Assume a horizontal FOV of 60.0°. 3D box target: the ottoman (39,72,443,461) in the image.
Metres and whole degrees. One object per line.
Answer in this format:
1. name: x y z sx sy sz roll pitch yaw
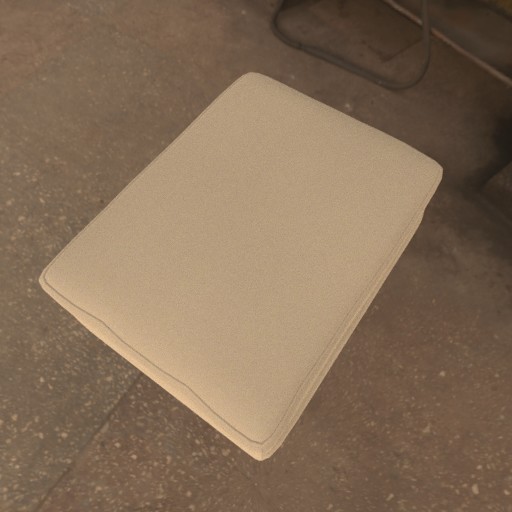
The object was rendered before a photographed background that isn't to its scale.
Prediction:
1. ottoman: 0.000 0.000 1.191 0.634 0.485 0.818 32 67 15
